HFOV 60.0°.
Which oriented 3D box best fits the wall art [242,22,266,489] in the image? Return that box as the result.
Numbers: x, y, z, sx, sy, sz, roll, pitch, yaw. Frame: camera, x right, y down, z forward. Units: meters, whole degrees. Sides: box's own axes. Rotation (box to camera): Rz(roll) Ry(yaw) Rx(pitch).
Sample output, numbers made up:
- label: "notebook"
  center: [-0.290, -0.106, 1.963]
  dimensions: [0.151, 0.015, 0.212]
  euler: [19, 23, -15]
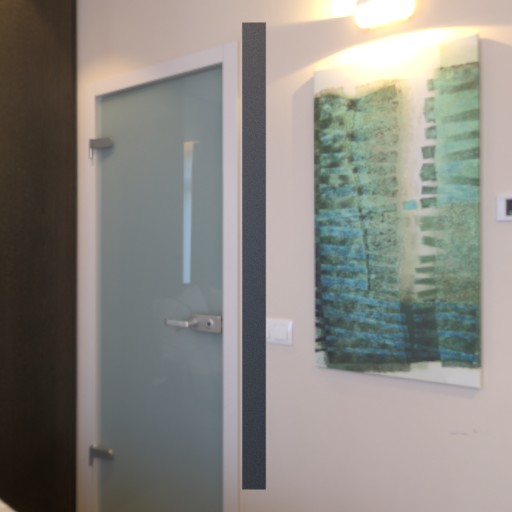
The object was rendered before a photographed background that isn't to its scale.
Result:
- label: "wall art"
  center: [0.000, 0.000, 0.759]
  dimensions: [0.029, 0.559, 0.457]
  euler: [0, 0, 1]
